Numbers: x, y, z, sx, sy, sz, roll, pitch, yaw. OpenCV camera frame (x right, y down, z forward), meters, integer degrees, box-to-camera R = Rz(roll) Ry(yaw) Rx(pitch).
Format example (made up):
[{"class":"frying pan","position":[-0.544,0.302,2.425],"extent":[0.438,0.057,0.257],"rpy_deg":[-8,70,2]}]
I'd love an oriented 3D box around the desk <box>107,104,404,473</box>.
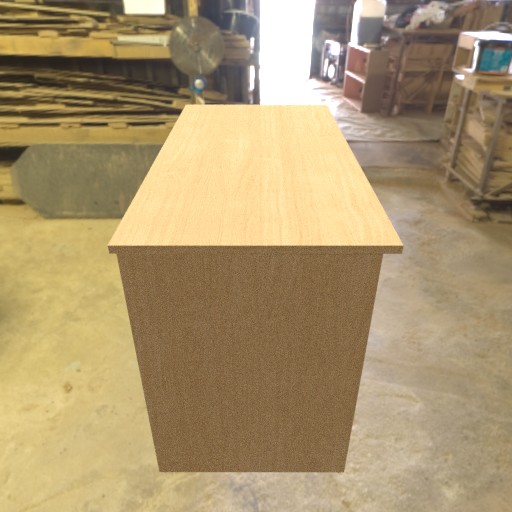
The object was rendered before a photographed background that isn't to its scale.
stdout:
[{"class":"desk","position":[0.000,0.000,1.497],"extent":[0.560,0.735,1.097],"rpy_deg":[0,32,0]}]
